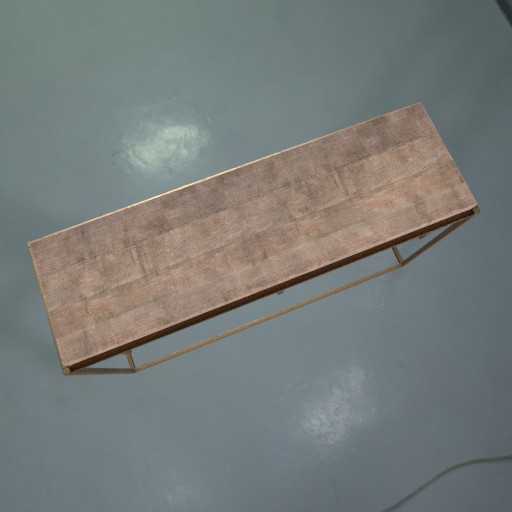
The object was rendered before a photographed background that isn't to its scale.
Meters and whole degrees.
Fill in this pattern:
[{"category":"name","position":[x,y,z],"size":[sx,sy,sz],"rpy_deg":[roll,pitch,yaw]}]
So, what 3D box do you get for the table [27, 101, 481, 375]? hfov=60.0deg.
[{"category":"table","position":[0.000,0.000,1.788],"size":[1.400,0.820,0.440],"rpy_deg":[-21,76,-5]}]
